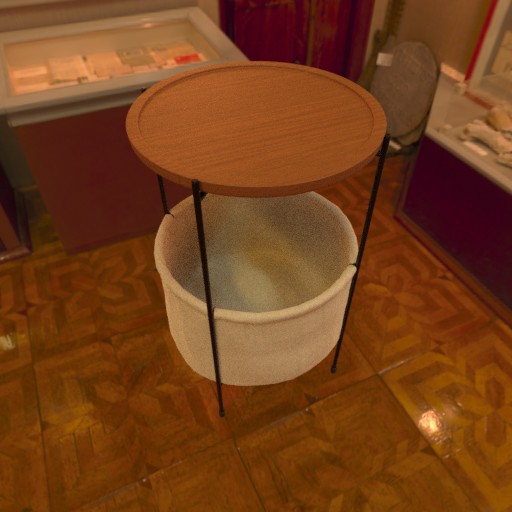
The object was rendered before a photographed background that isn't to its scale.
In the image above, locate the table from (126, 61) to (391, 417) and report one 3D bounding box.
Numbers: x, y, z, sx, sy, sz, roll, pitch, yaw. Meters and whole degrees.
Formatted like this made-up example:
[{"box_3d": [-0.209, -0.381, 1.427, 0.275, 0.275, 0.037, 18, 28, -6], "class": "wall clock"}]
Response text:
[{"box_3d": [0.000, 0.000, 0.887, 0.393, 0.623, 0.393, -16, 47, -16], "class": "table"}]
